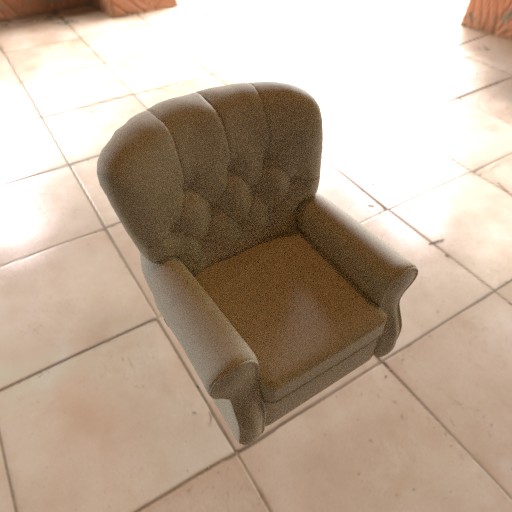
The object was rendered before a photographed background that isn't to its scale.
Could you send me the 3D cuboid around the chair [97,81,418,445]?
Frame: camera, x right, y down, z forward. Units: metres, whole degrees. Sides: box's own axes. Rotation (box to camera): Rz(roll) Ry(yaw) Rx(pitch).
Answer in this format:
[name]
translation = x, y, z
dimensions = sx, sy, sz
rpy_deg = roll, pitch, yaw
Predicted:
[chair]
translation = 0.000, 0.000, 1.999
dimensions = 1.035, 1.169, 1.132
rpy_deg = -25, 51, -22
